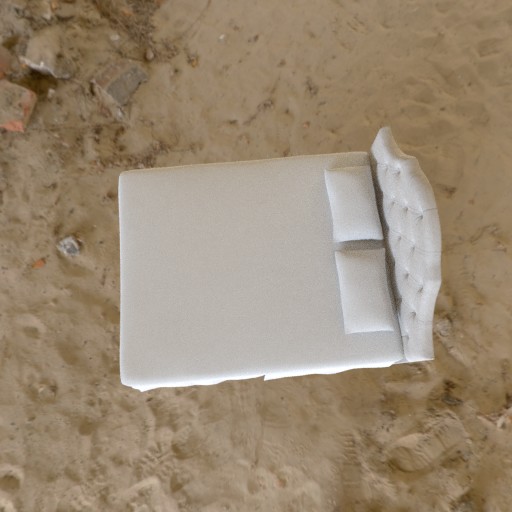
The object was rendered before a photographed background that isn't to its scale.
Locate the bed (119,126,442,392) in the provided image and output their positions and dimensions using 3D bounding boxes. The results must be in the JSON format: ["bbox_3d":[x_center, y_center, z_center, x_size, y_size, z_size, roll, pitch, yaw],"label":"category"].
[{"bbox_3d":[0.000,0.000,3.748,2.477,1.617,2.039,-5,75,-1],"label":"bed"}]
